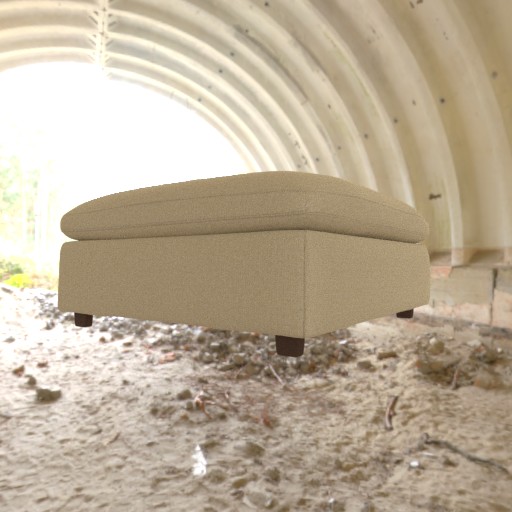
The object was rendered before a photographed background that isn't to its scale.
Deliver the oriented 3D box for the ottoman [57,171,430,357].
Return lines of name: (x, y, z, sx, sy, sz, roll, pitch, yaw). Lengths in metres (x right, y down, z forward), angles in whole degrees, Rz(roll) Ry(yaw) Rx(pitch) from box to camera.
ottoman: (0.000, 0.000, 1.573, 0.996, 0.467, 0.977, -1, -1, 35)
